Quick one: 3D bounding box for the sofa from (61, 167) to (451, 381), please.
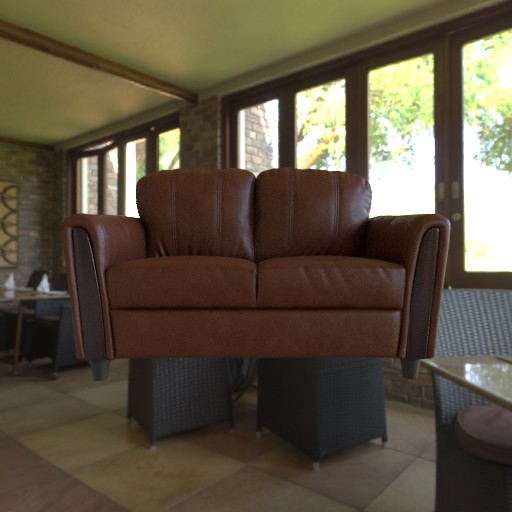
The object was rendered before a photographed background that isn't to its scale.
[{"bbox_3d":[0.000,0.000,1.967,1.406,0.906,0.805,0,-1,-1],"label":"sofa"}]
